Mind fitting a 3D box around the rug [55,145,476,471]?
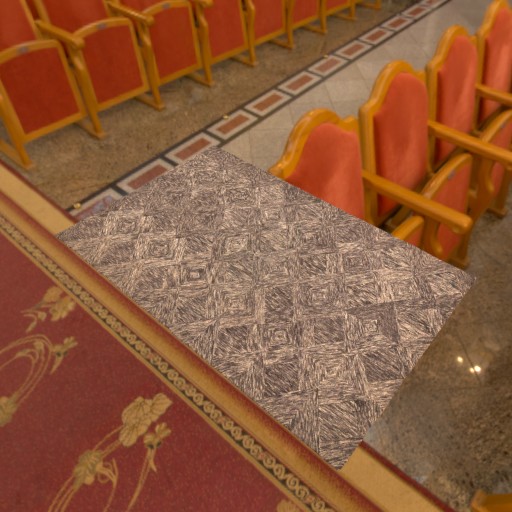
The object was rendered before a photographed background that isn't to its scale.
[{"bbox_3d":[0.000,0.000,2.250,1.808,0.011,1.189,32,54,27],"label":"rug"}]
